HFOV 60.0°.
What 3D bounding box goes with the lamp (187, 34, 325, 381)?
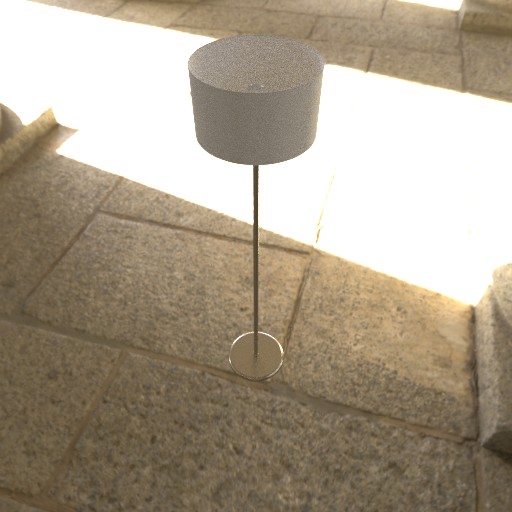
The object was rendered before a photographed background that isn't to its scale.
[{"bbox_3d":[0.000,0.000,1.650,0.347,1.443,0.347,-9,47,-9],"label":"lamp"}]
